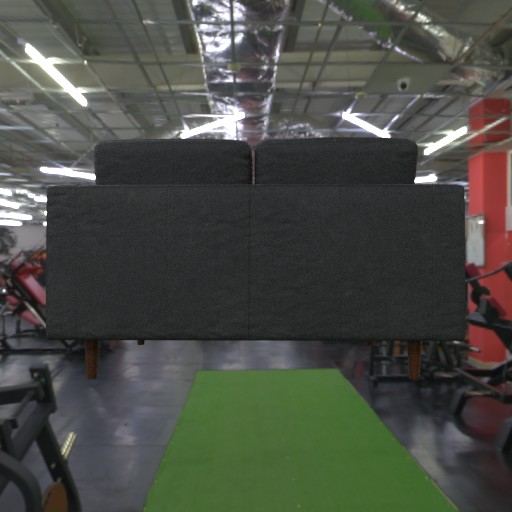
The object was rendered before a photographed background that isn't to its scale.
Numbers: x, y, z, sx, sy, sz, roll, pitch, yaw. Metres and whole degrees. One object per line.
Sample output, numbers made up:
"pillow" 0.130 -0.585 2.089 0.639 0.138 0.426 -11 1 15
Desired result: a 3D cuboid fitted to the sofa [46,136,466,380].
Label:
"sofa" 0.000 0.000 1.944 1.430 0.899 0.879 0 -1 1
